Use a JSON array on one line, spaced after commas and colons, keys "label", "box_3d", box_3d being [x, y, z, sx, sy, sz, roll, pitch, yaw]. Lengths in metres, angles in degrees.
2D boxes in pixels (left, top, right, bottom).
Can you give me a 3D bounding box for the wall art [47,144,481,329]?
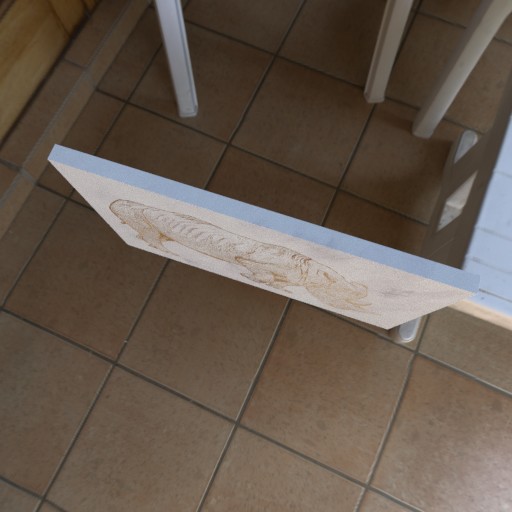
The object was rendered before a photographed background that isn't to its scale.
[{"label": "wall art", "box_3d": [0.000, 0.000, 1.194, 0.915, 0.610, 0.038, 18, 75, 5]}]
